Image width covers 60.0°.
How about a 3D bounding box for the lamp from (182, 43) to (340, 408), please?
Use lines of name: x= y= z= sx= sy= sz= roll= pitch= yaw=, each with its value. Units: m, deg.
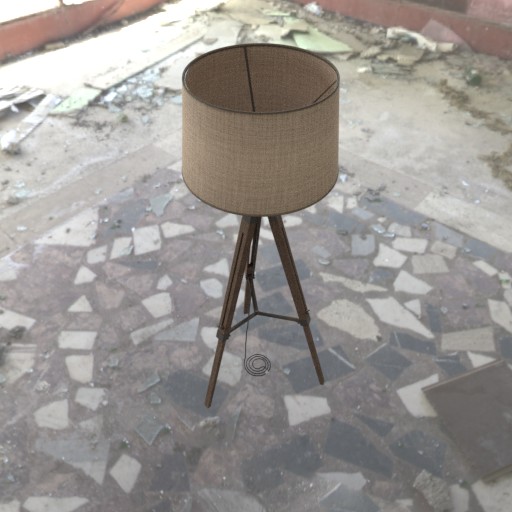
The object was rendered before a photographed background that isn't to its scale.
lamp: x=0.000 y=0.000 z=1.766 sx=0.604 sy=1.510 sz=0.587 roll=-10 pitch=47 yaw=-9
